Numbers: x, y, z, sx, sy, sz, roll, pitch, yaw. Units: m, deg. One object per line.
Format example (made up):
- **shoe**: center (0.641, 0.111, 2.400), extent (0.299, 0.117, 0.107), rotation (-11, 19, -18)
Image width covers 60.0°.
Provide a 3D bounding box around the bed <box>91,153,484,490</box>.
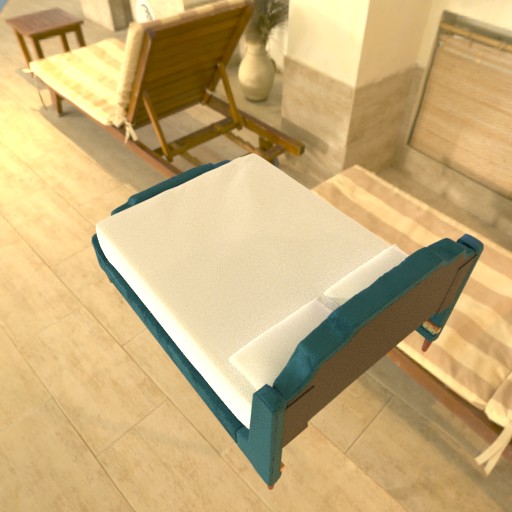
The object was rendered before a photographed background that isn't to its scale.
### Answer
- **bed**: center (0.000, 0.000, 3.245), extent (1.678, 1.338, 2.322), rotation (-30, 53, -26)
